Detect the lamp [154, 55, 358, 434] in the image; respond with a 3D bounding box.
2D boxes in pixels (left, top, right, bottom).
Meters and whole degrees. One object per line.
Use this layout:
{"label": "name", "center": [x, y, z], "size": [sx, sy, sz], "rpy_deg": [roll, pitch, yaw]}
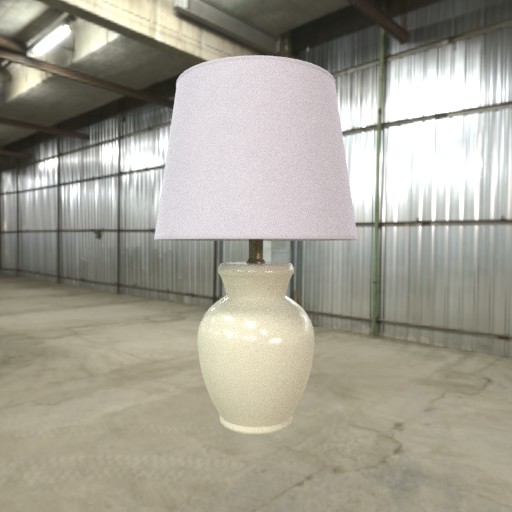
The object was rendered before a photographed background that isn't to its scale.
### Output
{"label": "lamp", "center": [0.000, 0.000, 0.534], "size": [0.239, 0.399, 0.239], "rpy_deg": [0, 2, 0]}
